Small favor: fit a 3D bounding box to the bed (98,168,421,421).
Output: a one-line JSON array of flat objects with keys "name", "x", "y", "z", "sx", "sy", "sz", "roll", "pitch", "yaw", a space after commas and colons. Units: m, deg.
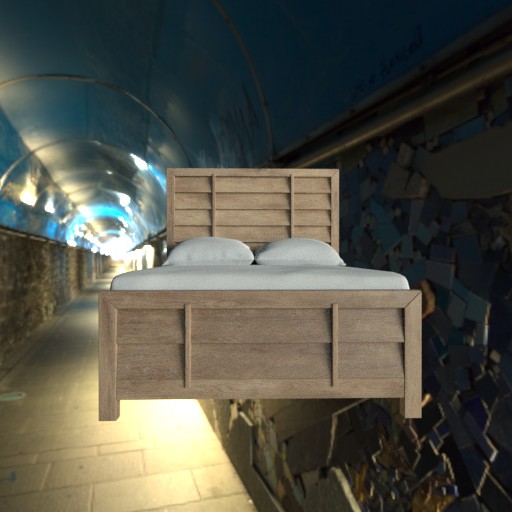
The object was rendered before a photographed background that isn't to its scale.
[{"name": "bed", "x": 0.000, "y": 0.000, "z": 3.210, "sx": 1.615, "sy": 1.631, "sz": 2.017, "roll": 0, "pitch": 0, "yaw": -2}]
